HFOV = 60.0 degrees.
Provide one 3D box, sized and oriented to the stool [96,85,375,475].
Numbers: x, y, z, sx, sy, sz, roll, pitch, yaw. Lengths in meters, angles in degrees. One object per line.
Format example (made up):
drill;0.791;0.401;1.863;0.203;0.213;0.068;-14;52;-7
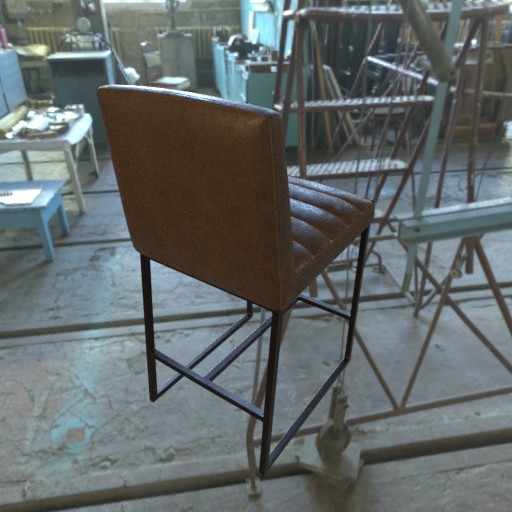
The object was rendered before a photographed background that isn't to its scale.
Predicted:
stool;0.000;0.000;1.231;0.463;0.942;0.562;20;36;30
